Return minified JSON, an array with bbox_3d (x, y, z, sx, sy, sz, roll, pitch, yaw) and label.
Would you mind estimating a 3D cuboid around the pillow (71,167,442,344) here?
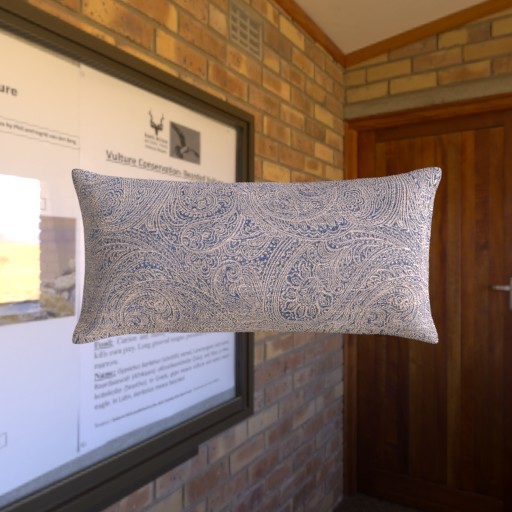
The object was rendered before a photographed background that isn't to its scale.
[{"bbox_3d":[0.000,0.000,0.738,0.615,0.295,0.151,0,0,0],"label":"pillow"}]
